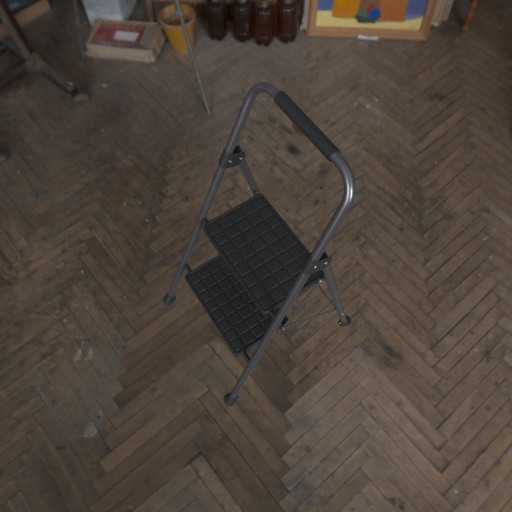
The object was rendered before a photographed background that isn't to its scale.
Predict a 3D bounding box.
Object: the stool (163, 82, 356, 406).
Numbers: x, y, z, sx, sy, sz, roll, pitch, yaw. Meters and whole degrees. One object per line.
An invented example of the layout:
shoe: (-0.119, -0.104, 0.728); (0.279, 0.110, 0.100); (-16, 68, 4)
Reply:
stool: (0.000, 0.000, 1.173); (0.514, 0.872, 0.450); (-31, 68, -14)
